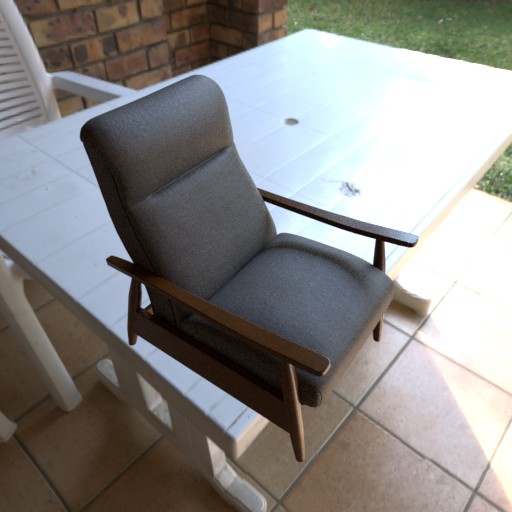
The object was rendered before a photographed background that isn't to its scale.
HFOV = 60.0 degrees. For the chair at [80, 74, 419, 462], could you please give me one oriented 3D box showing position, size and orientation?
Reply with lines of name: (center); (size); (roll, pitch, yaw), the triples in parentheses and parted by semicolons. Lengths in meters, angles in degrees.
chair: (0.000, 0.000, 1.756); (1.014, 1.081, 0.762); (26, 47, 26)
